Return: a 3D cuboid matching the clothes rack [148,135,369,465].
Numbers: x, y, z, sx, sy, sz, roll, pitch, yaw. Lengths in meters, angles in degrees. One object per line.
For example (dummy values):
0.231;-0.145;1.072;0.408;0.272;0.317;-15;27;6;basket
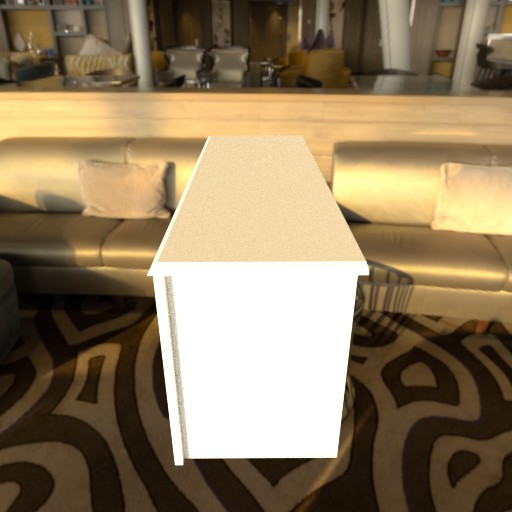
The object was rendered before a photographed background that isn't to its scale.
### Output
0.000;0.000;1.474;0.405;0.558;1.218;0;26;0;clothes rack
